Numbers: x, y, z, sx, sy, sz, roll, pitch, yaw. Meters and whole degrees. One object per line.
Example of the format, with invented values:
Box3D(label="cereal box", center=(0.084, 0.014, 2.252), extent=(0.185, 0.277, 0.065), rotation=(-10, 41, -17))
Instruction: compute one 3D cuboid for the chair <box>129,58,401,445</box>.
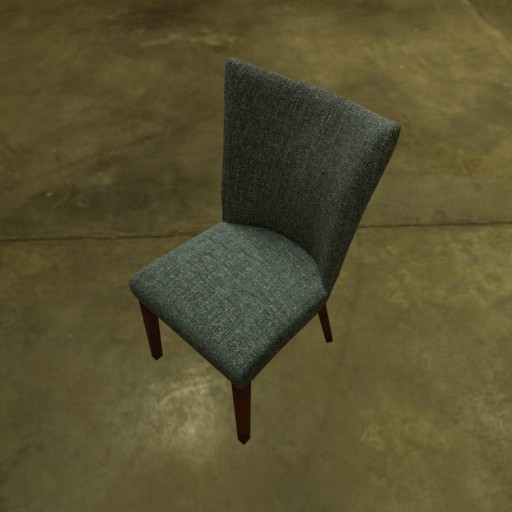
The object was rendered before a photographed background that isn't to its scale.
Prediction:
Box3D(label="chair", center=(0.000, 0.000, 1.328), extent=(0.535, 0.924, 0.623), rotation=(34, 55, 28))
